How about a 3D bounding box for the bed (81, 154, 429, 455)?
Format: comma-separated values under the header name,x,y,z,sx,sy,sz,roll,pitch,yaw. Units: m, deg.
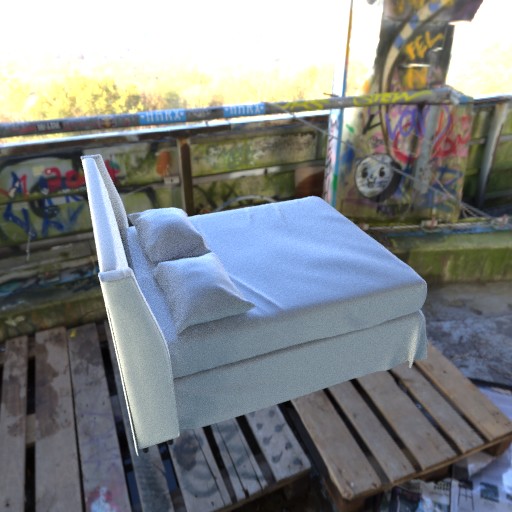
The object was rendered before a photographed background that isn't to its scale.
name,x,y,z,sx,sy,sz,roll,pitch,yaw
bed,0.000,0.000,3.446,2.276,1.332,1.925,-11,33,-18
